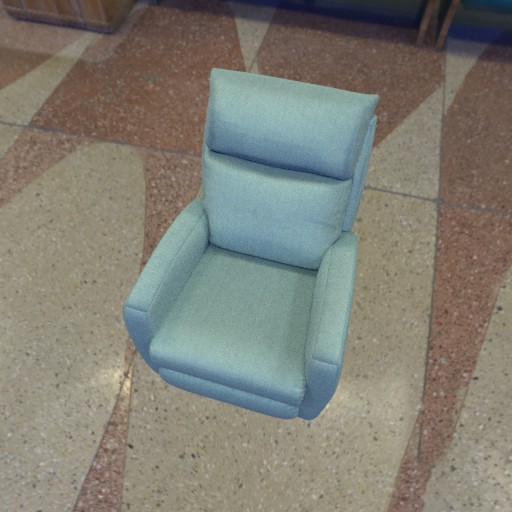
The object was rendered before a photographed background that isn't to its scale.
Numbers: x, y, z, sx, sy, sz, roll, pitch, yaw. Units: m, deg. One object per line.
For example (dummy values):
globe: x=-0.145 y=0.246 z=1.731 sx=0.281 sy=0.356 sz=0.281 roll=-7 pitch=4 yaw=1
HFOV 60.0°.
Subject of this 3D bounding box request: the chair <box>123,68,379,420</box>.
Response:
chair: x=0.000 y=0.000 z=1.716 sx=0.812 sy=1.013 sz=0.940 roll=14 pitch=59 yaw=9
